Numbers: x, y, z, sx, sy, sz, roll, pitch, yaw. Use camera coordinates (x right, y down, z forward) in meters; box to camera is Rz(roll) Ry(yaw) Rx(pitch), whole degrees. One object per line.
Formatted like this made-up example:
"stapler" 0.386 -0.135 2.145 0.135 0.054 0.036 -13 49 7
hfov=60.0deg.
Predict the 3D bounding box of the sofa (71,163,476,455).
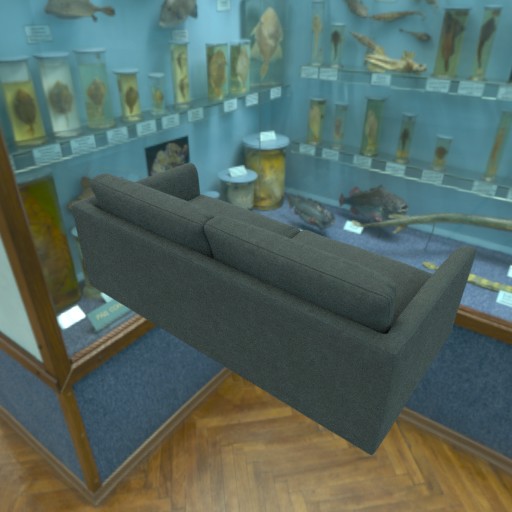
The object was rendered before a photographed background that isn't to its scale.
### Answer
"sofa" 0.000 0.000 2.761 2.257 0.838 1.092 22 38 32
